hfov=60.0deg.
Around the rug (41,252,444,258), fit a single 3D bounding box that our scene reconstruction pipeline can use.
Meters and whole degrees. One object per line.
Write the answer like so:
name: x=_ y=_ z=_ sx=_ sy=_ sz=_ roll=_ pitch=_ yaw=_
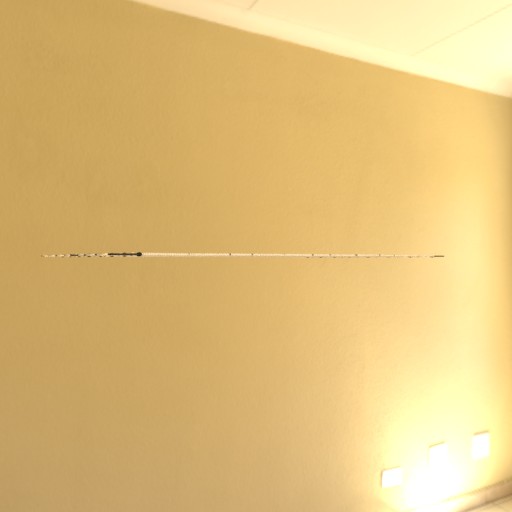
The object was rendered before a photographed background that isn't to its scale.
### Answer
rug: x=0.000 y=0.000 z=3.377 sx=2.755 sy=0.021 sz=1.524 roll=0 pitch=0 yaw=-37
